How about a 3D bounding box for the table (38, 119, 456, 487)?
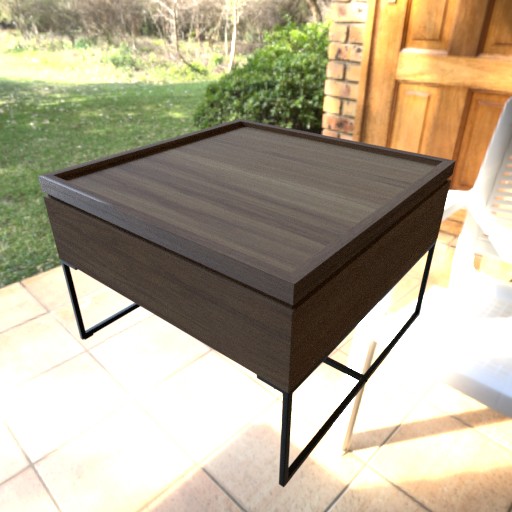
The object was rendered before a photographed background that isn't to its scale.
[{"bbox_3d":[0.000,0.000,1.125,0.679,0.464,0.676,22,37,33],"label":"table"}]
